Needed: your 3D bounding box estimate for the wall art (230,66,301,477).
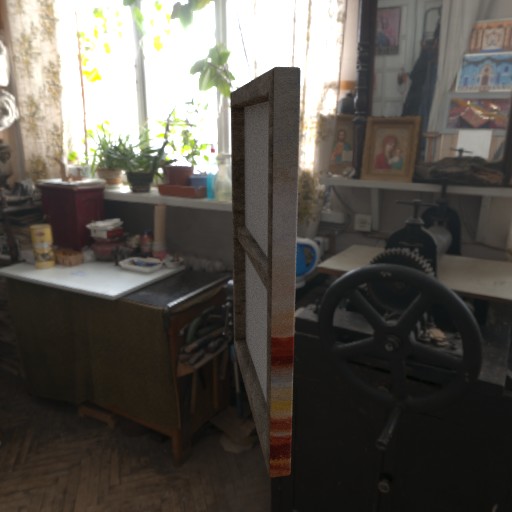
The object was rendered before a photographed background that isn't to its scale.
[{"bbox_3d":[0.000,0.000,0.829,0.035,0.605,0.443,-3,17,-10],"label":"wall art"}]
